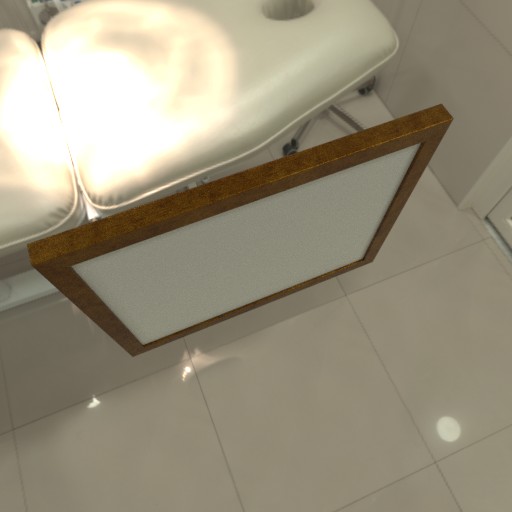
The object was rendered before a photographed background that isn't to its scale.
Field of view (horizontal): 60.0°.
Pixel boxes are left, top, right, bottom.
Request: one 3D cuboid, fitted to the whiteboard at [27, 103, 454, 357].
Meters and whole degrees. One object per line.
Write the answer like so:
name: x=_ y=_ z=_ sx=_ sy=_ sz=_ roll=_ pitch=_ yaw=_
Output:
whiteboard: x=0.000 y=0.000 z=0.758 sx=0.561 sy=0.457 sz=0.029 roll=-21 pitch=66 yaw=-10
